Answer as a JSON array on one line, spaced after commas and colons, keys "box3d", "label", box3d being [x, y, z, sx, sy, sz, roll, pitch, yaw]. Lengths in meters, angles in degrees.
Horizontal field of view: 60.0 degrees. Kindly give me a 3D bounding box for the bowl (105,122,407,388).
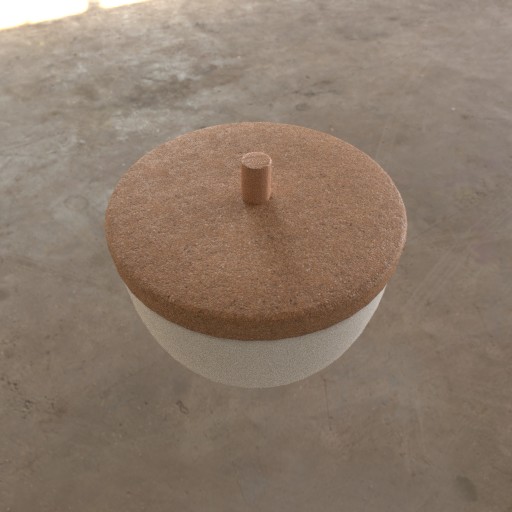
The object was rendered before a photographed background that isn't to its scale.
[{"box3d": [0.000, 0.000, 0.214, 0.126, 0.110, 0.126, 0, 47, 0], "label": "bowl"}]
